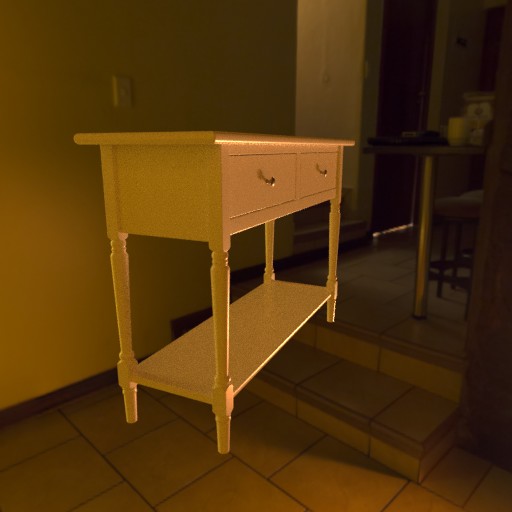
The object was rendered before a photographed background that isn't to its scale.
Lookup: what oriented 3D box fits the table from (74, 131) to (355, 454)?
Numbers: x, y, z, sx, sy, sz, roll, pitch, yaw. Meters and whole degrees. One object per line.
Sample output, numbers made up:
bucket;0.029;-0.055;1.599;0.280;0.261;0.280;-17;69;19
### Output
table;0.000;0.000;1.578;0.386;0.814;1.191;6;15;25
